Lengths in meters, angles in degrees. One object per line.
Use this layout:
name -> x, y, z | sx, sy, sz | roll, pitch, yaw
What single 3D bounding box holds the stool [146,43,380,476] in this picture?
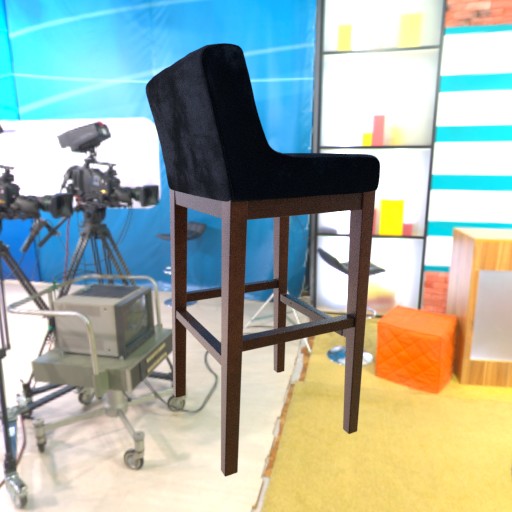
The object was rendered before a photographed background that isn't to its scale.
stool -> 0.000, 0.000, 1.310 | 0.500, 1.037, 0.511 | -6, 14, -26
